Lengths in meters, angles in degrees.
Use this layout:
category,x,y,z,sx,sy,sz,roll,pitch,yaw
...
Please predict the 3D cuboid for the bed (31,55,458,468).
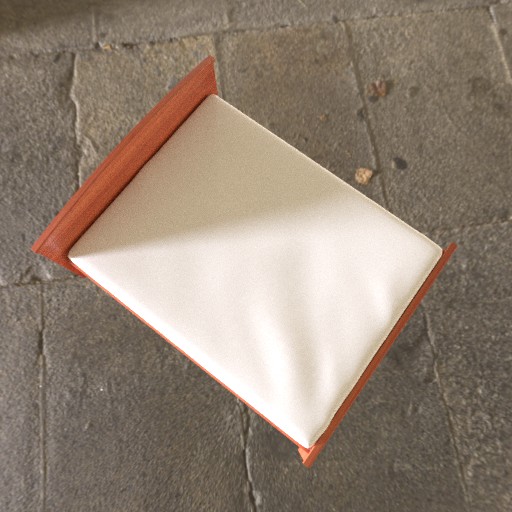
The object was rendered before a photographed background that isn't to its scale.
category,x,y,z,sx,sy,sz,roll,pitch,yaw
bed,0.000,0.000,2.964,2.053,0.848,1.683,36,78,9
